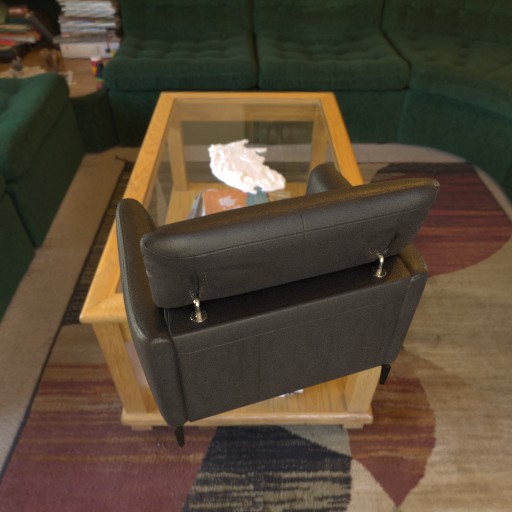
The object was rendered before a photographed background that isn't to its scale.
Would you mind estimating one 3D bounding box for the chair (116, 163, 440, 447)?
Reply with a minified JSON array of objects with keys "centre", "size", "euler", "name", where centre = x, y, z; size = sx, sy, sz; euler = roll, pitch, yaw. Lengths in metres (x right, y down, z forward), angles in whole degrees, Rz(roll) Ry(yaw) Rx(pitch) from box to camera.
[{"centre":[0.000,0.000,1.653],"size":[0.976,0.949,0.809],"euler":[-12,44,-13],"name":"chair"}]
